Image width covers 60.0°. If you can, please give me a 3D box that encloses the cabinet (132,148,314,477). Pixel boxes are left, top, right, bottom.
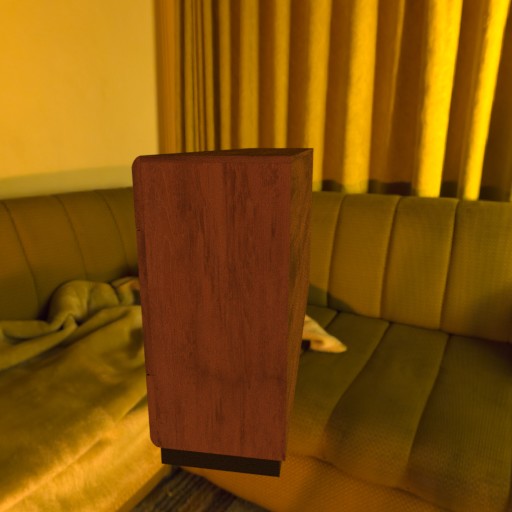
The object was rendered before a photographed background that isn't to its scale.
[{"bbox_3d":[0.000,0.000,1.939,0.420,0.900,1.600,2,15,9],"label":"cabinet"}]
